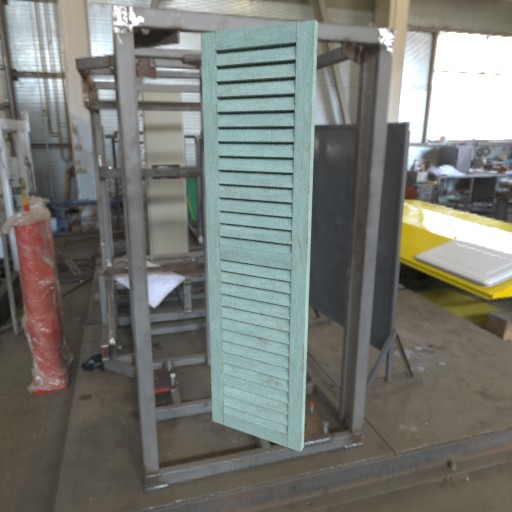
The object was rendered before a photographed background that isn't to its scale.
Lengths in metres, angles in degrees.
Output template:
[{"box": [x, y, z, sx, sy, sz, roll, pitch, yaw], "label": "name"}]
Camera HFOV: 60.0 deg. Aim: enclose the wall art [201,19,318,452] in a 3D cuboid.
[{"box": [0.000, 0.000, 1.303, 0.329, 1.219, 0.025, 8, 17, 27], "label": "wall art"}]
